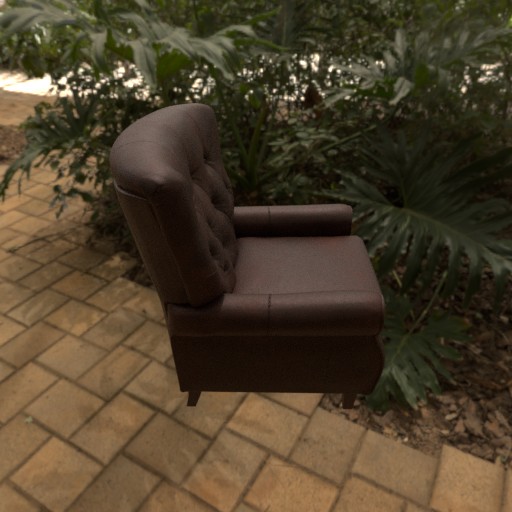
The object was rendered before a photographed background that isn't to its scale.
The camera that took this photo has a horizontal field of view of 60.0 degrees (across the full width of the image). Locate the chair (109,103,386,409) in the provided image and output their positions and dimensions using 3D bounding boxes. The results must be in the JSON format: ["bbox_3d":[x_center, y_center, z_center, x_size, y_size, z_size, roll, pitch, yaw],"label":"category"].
[{"bbox_3d":[0.000,0.000,1.943,1.058,1.158,0.948,1,33,1],"label":"chair"}]
